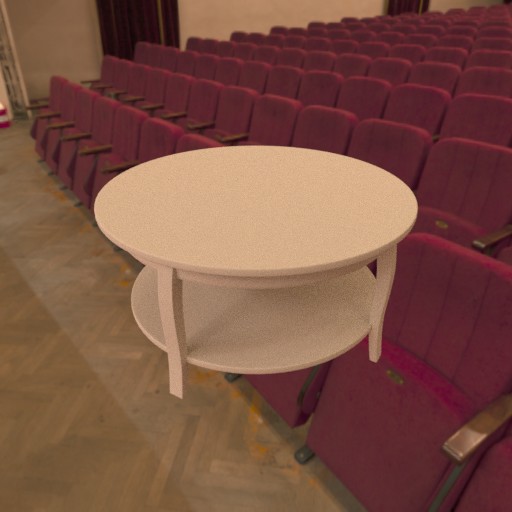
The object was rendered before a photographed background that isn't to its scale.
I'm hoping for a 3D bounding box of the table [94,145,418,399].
[{"bbox_3d":[0.000,0.000,1.419,0.910,0.457,0.910,0,30,0],"label":"table"}]
